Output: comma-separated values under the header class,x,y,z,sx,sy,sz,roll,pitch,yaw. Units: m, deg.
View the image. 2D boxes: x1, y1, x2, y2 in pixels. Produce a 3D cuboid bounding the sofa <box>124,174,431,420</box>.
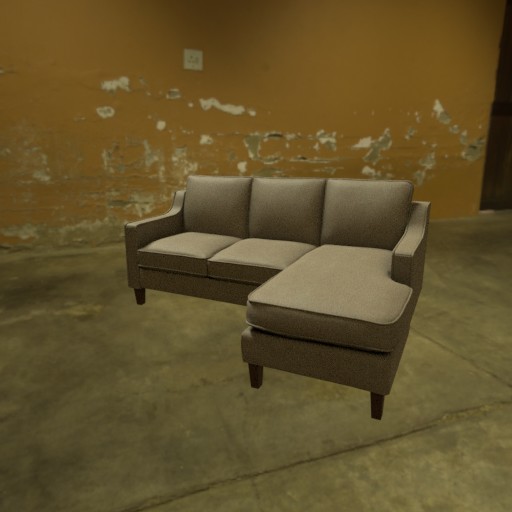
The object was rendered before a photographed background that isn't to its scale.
class,x,y,z,sx,sy,sz,roll,pitch,yaw
sofa,0.000,0.000,3.317,2.317,1.081,1.858,7,16,24
